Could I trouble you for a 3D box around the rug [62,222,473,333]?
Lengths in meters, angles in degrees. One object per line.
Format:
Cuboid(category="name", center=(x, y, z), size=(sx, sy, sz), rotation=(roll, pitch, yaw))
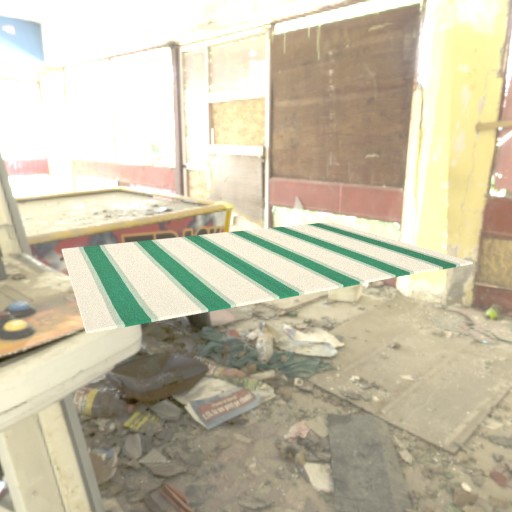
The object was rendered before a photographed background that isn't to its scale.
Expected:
Cuboid(category="rug", center=(0.000, 0.000, 2.351), size=(1.829, 0.012, 1.210), rotation=(-7, 17, -25))
